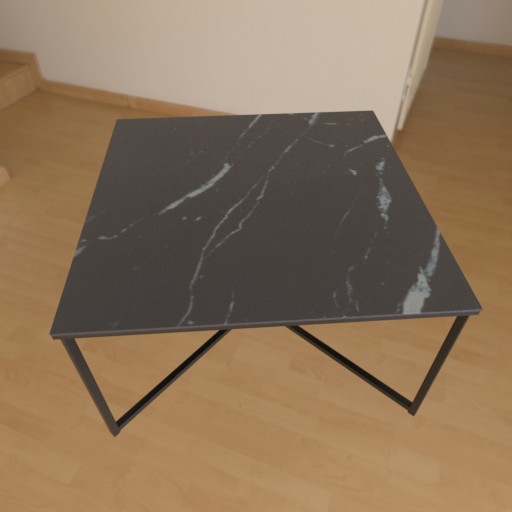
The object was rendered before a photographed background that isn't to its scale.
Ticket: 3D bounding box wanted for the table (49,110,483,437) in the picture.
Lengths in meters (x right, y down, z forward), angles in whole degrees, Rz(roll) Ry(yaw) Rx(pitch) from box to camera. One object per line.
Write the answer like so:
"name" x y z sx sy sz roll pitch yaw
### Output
"table" 0.000 0.000 1.255 0.800 0.450 0.800 -3 45 -3
